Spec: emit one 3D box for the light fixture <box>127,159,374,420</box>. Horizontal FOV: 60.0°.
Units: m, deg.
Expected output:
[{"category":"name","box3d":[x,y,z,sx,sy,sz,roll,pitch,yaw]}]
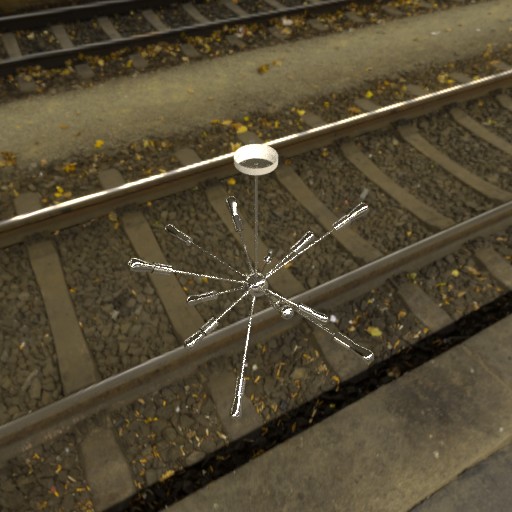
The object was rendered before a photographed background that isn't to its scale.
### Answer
[{"category":"light fixture","box3d":[0.000,0.000,1.064,0.684,0.558,0.509,31,53,27]}]
